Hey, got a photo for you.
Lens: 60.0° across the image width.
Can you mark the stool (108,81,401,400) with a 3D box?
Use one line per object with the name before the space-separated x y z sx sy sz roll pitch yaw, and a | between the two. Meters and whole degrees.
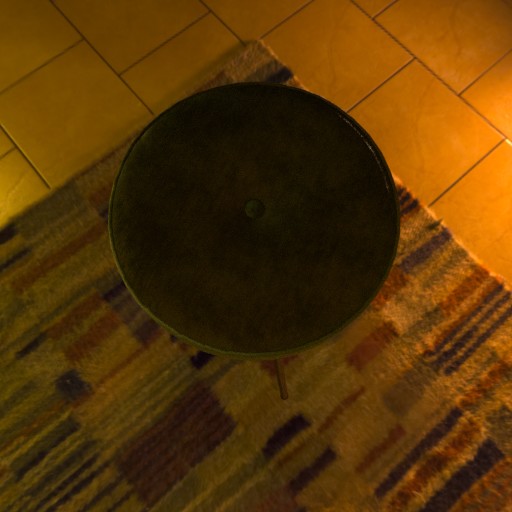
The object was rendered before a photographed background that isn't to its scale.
stool | 0.000 0.000 0.914 0.430 0.595 0.457 28 77 7
